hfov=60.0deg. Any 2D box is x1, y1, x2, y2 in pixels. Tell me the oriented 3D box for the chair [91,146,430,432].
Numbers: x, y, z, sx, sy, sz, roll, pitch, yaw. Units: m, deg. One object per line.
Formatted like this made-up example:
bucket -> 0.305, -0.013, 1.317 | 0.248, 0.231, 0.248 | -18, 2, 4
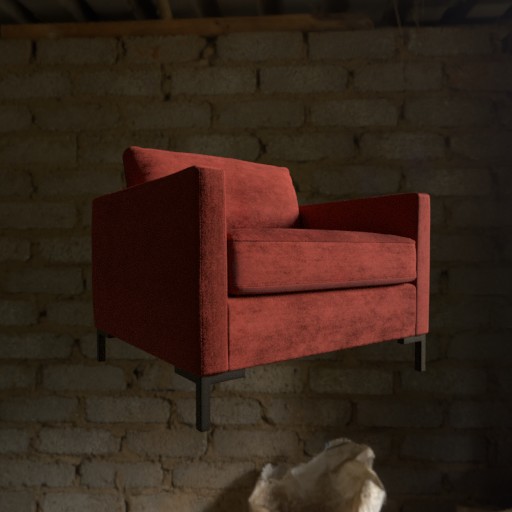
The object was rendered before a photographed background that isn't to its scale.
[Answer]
chair -> 0.000, 0.000, 1.623 | 0.964, 0.812, 0.875 | -1, 1, -36
